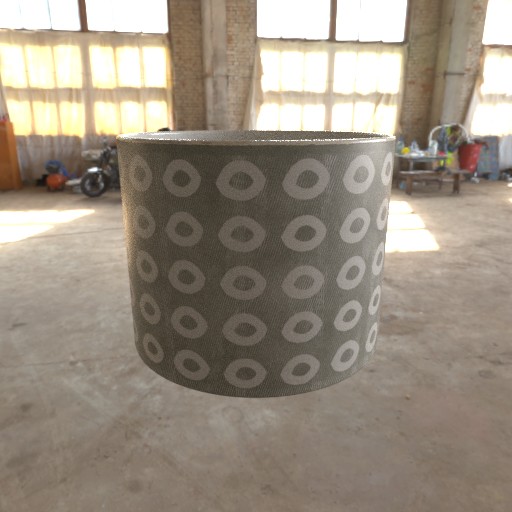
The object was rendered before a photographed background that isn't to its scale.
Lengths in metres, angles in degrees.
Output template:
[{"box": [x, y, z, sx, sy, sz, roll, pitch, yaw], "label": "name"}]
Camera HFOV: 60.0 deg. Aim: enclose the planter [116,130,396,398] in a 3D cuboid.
[{"box": [0.000, 0.000, 0.449, 0.250, 0.239, 0.250, 0, 17, 0], "label": "planter"}]
